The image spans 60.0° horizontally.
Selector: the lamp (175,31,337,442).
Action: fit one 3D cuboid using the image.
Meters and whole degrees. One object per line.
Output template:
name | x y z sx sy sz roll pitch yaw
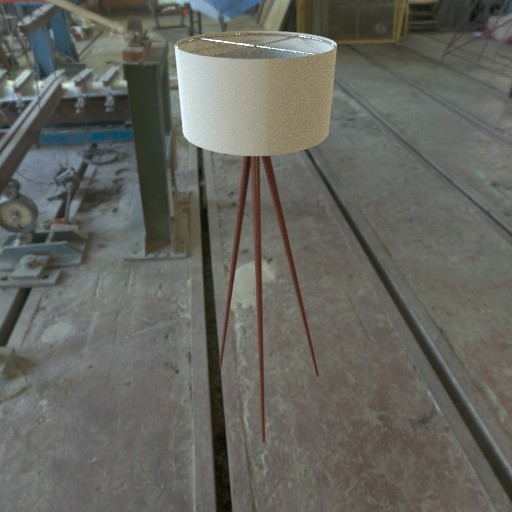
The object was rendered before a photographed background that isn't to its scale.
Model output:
lamp | 0.000 0.000 1.771 0.483 1.553 0.483 23 41 30
